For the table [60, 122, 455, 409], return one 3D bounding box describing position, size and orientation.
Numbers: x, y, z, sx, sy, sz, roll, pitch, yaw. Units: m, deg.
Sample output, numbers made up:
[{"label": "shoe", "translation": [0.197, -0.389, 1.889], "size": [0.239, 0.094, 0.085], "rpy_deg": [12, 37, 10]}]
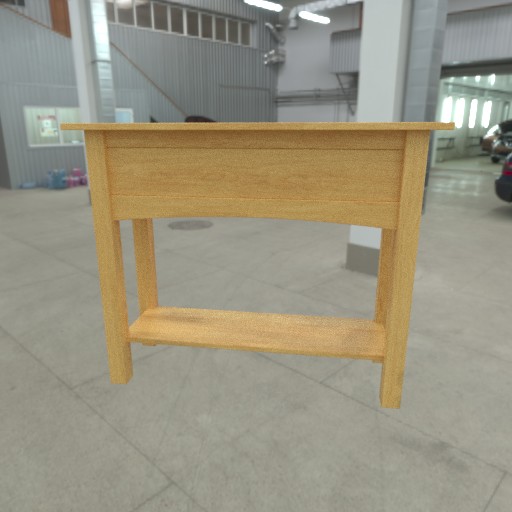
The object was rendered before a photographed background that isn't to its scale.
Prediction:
[{"label": "table", "translation": [0.000, 0.000, 1.262], "size": [0.900, 0.728, 0.340], "rpy_deg": [2, 17, 8]}]
